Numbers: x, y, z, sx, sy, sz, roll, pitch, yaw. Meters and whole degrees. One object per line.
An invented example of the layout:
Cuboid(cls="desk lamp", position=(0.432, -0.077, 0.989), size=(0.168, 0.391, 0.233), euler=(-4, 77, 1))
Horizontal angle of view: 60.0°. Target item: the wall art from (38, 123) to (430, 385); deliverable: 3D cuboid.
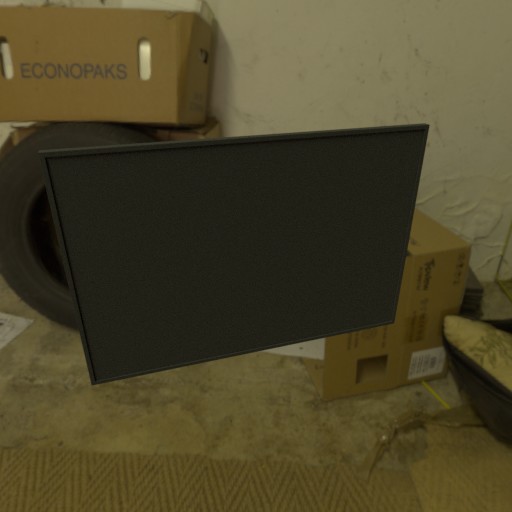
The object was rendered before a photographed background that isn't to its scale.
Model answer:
Cuboid(cls="wall art", position=(0.000, 0.000, 1.501), size=(1.190, 0.805, 0.028), euler=(-8, 29, -15))
